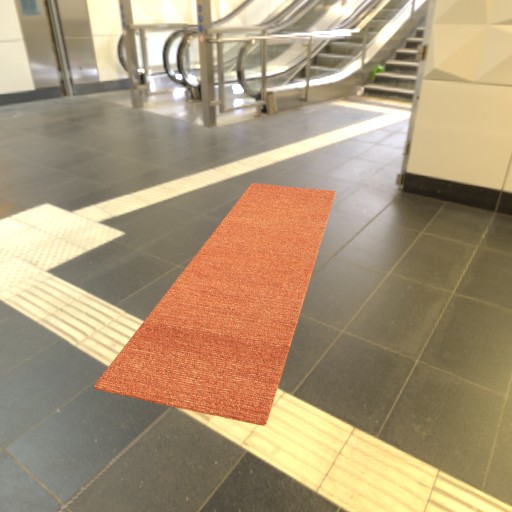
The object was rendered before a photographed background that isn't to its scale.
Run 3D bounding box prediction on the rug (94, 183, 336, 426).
[{"bbox_3d":[0.000,0.000,2.591,0.687,0.012,2.307,8,31,13],"label":"rug"}]
